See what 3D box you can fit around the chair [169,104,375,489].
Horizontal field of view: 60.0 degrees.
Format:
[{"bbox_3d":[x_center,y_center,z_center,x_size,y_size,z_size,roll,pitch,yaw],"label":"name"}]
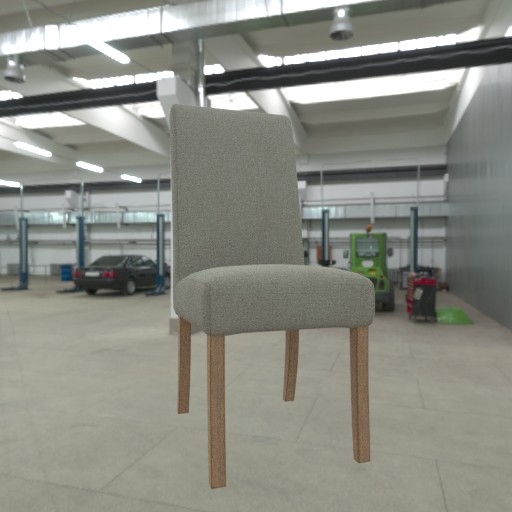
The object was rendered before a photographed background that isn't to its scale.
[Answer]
[{"bbox_3d":[0.000,0.000,1.335,0.450,1.033,0.611,0,1,-19],"label":"chair"}]
